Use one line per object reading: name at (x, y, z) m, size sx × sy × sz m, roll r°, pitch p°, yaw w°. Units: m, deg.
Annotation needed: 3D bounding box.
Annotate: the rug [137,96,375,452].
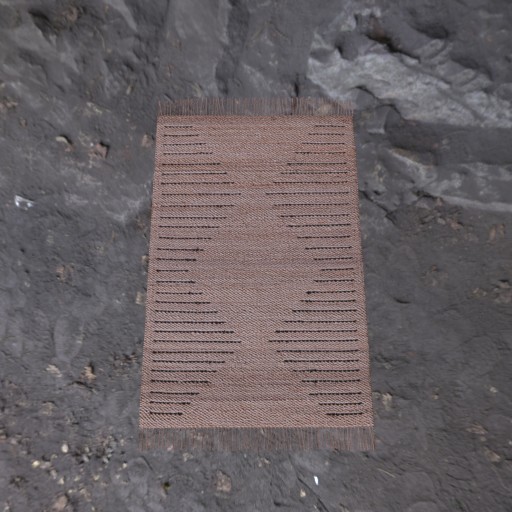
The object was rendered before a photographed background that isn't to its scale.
rug at (0.000, 0.000, 2.538) m, size 1.224 × 0.027 × 2.085 m, roll 0°, pitch 75°, yaw 0°
